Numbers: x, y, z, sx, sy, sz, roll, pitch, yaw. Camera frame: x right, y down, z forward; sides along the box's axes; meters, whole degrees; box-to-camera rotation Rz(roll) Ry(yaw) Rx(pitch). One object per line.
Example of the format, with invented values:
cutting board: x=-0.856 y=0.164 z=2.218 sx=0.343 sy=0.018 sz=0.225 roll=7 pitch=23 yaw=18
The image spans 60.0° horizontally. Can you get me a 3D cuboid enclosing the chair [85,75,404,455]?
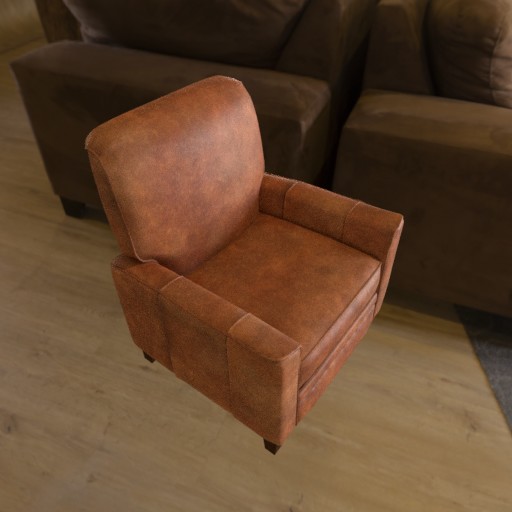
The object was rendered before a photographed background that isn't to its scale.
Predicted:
chair: x=0.000 y=0.000 z=1.672 sx=0.836 sy=1.043 sz=0.843 roll=26 pitch=48 yaw=27
